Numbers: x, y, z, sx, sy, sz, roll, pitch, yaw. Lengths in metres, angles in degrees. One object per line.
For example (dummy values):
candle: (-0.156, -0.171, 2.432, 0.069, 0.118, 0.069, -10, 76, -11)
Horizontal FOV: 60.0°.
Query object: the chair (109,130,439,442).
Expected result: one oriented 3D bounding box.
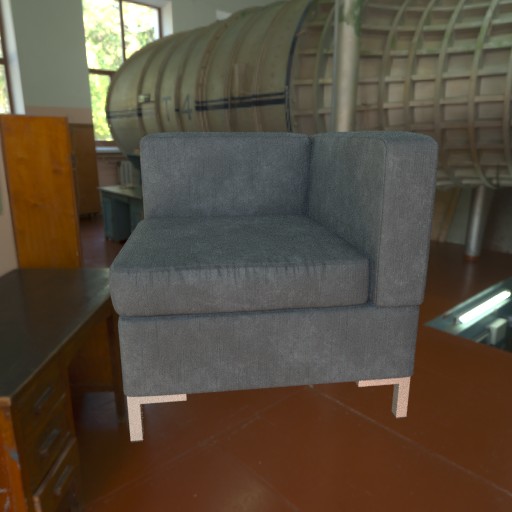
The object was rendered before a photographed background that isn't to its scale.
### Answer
chair: (0.000, 0.000, 1.217, 0.680, 0.660, 0.680, -2, 15, -8)
